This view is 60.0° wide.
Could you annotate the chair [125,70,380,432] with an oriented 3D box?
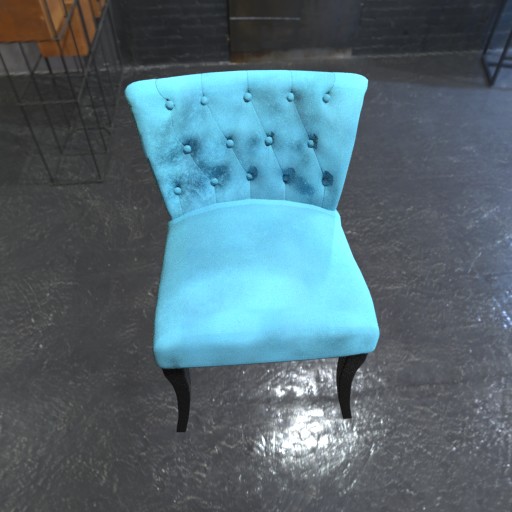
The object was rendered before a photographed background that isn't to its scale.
[{"bbox_3d":[0.000,0.000,1.166,0.582,0.750,0.605,-3,47,-3],"label":"chair"}]
